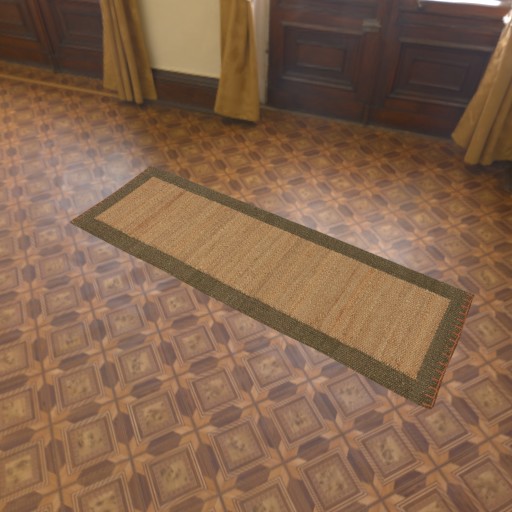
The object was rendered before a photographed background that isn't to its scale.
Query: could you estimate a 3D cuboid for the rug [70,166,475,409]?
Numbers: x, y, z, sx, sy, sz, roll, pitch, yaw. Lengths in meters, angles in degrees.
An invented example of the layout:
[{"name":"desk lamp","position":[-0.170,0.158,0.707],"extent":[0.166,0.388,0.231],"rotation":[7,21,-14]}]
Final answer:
[{"name":"rug","position":[0.000,0.000,2.708],"extent":[2.413,0.016,0.810],"rotation":[25,50,23]}]
